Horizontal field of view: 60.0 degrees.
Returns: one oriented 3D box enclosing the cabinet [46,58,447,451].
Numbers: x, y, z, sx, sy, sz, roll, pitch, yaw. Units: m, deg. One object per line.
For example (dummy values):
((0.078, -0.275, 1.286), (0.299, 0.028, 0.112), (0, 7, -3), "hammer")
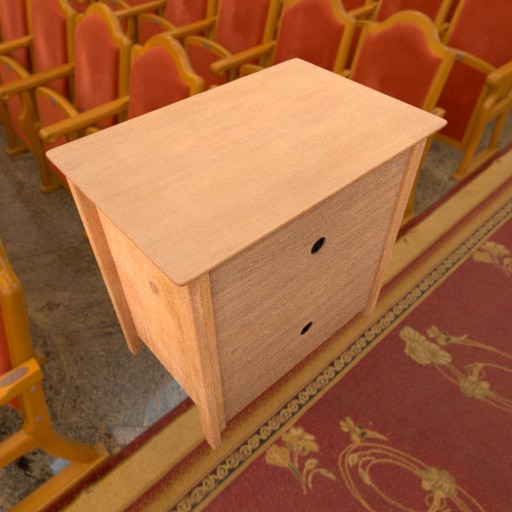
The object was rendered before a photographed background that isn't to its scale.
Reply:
((0.000, 0.000, 1.258), (0.763, 0.762, 0.503), (-32, 54, -28), "cabinet")
